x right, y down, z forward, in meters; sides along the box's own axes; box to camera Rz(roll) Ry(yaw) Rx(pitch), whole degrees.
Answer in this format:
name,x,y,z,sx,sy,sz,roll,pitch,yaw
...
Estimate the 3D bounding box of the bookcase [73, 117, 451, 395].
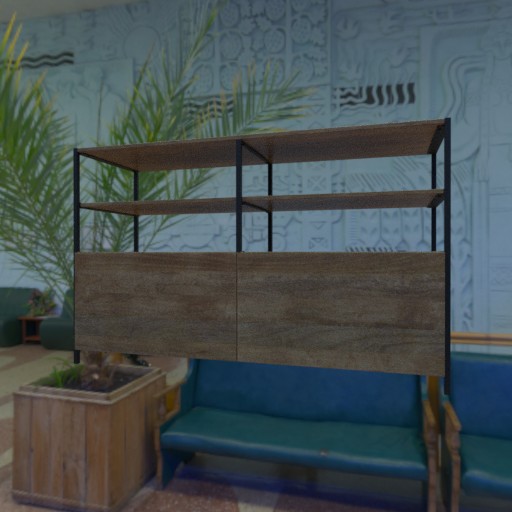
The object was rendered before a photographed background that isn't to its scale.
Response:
name,x,y,z,sx,sy,sz,roll,pitch,yaw
bookcase,0.000,0.000,1.473,1.149,0.712,0.391,0,0,17
